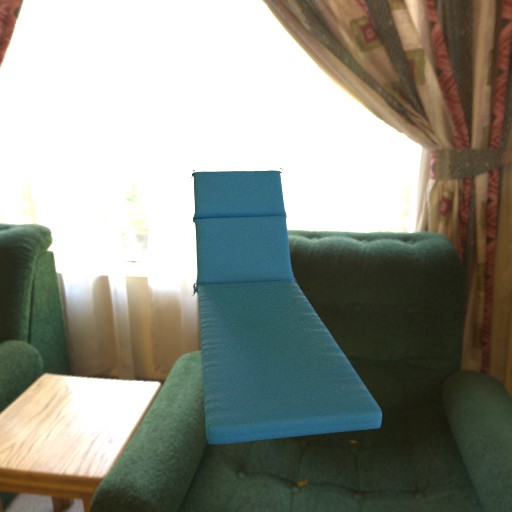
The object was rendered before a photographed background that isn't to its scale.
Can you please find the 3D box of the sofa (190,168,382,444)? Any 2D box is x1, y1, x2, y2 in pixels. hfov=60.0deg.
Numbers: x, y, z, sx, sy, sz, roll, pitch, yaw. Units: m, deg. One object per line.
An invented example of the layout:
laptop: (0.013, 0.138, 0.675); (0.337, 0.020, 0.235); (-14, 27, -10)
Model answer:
sofa: (0.000, 0.000, 1.973); (0.582, 0.622, 1.663); (-2, 17, -8)
